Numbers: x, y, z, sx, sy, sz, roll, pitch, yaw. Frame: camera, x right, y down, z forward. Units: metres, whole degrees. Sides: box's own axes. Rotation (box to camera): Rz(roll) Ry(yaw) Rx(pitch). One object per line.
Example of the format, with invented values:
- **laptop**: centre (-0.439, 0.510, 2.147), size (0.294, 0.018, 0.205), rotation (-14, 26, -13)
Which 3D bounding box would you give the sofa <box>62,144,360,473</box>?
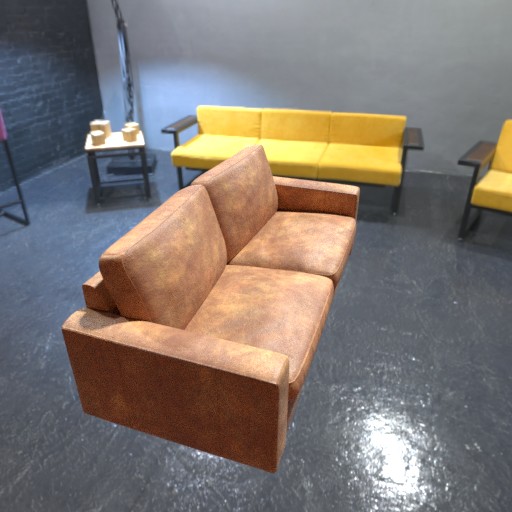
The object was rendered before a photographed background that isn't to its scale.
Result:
- **sofa**: centre (0.000, 0.000, 2.700), size (1.016, 0.873, 2.179), rotation (10, 31, 17)
